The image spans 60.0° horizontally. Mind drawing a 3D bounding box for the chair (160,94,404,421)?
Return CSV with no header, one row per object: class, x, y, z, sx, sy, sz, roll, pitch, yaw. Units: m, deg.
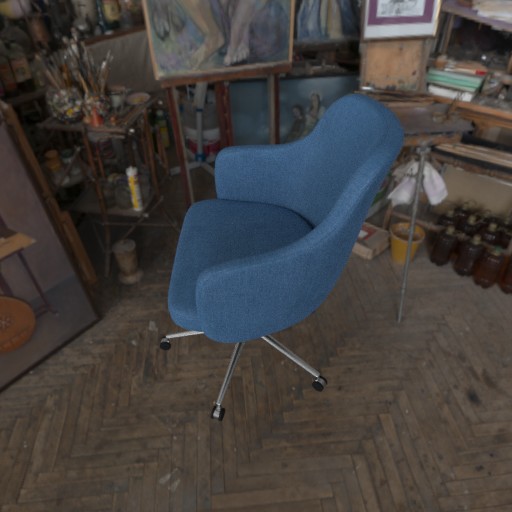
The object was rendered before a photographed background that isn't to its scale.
chair,0.000,0.000,1.266,0.655,0.820,0.599,0,40,0
